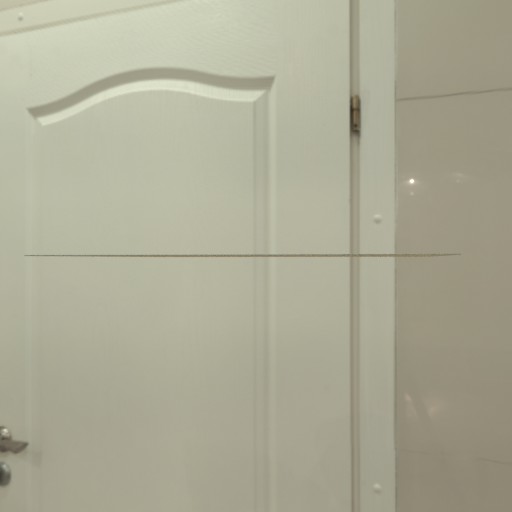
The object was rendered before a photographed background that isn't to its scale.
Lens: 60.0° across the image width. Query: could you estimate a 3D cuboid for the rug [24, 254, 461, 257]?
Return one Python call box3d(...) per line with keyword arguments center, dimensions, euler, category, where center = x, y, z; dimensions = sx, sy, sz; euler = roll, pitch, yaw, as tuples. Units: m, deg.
box3d(center=(0.000, 0.000, 3.720), dimensions=(2.895, 0.006, 1.982), euler=(0, 0, 18), category="rug")
